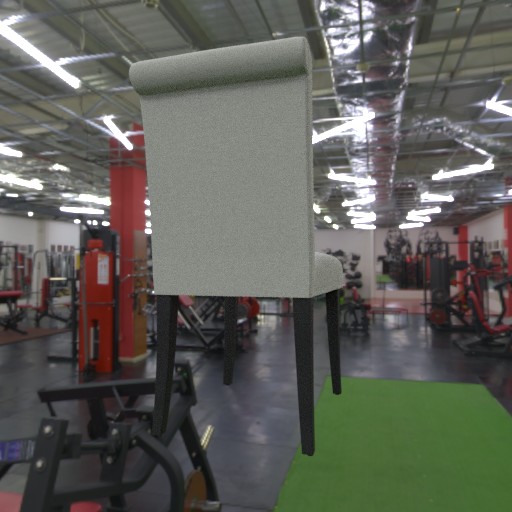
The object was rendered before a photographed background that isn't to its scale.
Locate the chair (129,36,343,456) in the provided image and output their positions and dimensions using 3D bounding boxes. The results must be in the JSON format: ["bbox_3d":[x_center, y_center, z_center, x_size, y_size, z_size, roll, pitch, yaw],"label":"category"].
[{"bbox_3d":[0.000,0.000,1.355,0.452,0.976,0.708,0,-1,17],"label":"chair"}]
